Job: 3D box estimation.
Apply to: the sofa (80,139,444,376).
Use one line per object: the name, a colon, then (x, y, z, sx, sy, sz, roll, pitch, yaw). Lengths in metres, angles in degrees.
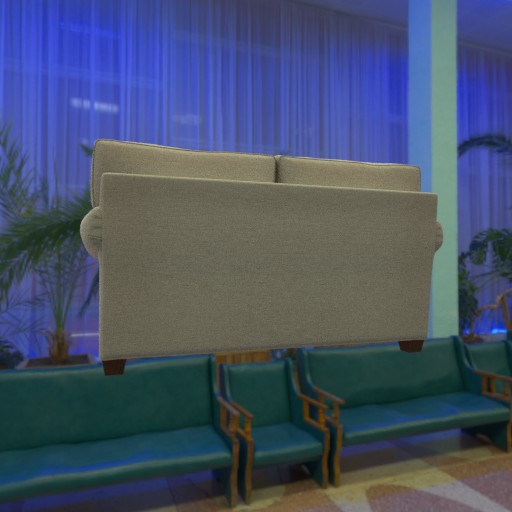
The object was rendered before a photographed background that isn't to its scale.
sofa: (0.000, 0.000, 2.329, 1.701, 0.966, 0.966, 0, -1, -19)
